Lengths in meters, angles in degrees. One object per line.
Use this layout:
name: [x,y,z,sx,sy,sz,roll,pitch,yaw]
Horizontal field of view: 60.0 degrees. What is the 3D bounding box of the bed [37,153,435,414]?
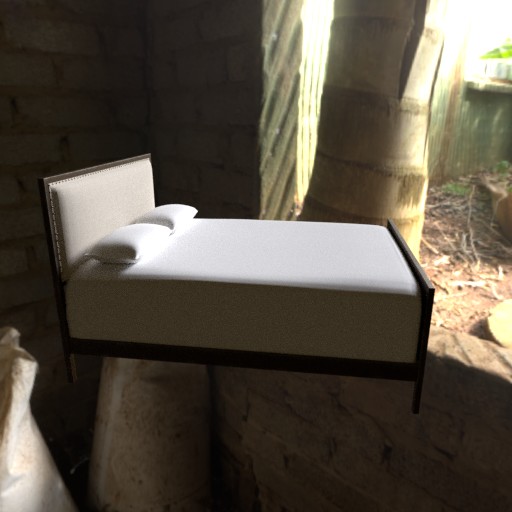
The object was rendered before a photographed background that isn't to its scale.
bed: [0.000,0.000,3.264,2.221,1.313,1.607,3,18,8]
